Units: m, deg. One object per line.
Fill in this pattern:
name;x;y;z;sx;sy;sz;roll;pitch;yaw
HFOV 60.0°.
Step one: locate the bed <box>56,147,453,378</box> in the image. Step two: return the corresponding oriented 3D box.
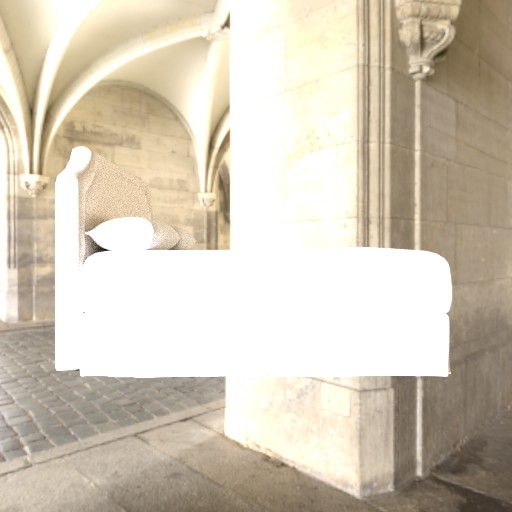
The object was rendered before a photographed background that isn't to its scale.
bed;0.000;0.000;3.816;2.548;1.524;2.134;0;1;0
